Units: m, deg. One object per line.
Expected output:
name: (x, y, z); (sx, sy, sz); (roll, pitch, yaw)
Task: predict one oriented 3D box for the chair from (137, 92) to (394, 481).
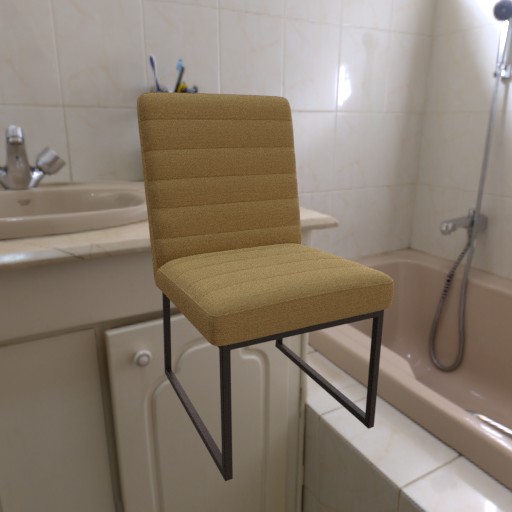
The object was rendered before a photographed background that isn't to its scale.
chair: (0.000, 0.000, 1.305); (0.520, 0.930, 0.634); (-8, 18, -25)
